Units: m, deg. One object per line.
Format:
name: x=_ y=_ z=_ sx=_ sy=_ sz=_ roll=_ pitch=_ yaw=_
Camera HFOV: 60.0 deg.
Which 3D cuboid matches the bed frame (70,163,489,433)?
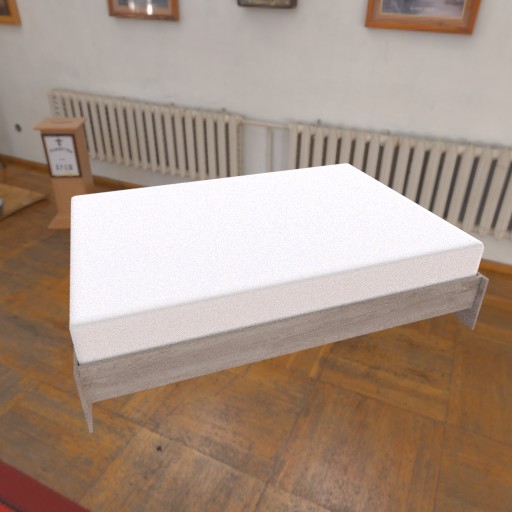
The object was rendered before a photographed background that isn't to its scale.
bed frame: x=0.000 y=0.000 z=2.544 sx=1.945 sy=0.497 sz=1.445 roll=-10 pitch=31 yaw=-17
